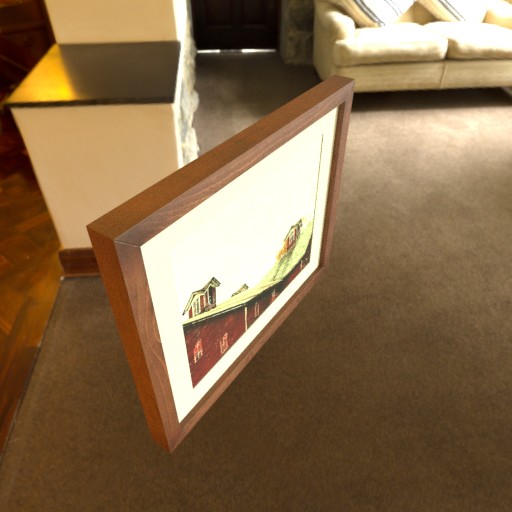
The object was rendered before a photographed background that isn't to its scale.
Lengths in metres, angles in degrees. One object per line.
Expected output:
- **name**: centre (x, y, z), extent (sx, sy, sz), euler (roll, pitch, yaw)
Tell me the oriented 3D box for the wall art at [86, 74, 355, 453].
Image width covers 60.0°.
- **wall art**: centre (0.000, 0.000, 0.555), extent (0.030, 0.328, 0.401), euler (24, 46, 26)
